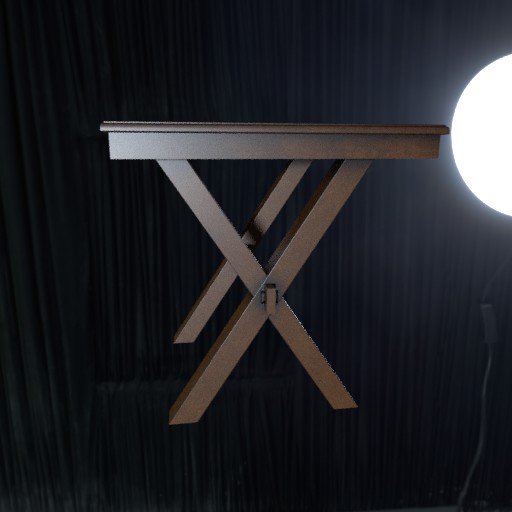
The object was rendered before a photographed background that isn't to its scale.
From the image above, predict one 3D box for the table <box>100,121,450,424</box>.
[{"bbox_3d":[0.000,0.000,1.046,0.560,0.562,0.602,-2,13,-9],"label":"table"}]
